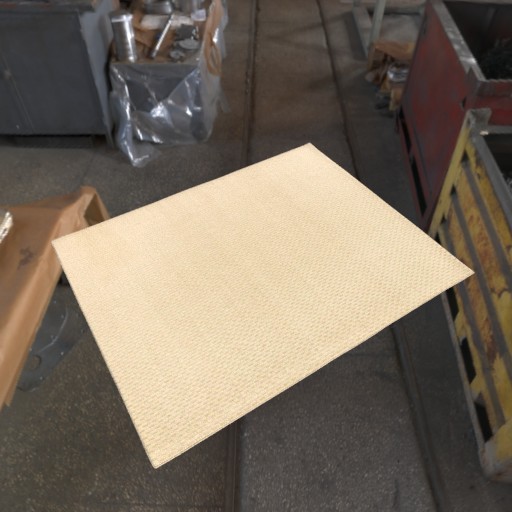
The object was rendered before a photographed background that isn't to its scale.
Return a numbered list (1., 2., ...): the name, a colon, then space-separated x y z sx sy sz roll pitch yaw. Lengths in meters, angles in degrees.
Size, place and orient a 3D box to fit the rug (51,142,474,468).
1. rug: 0.000 0.000 3.826 2.897 0.035 2.277 -25 52 -21
